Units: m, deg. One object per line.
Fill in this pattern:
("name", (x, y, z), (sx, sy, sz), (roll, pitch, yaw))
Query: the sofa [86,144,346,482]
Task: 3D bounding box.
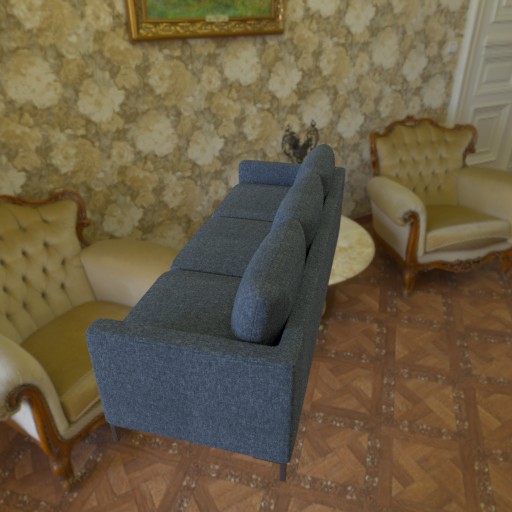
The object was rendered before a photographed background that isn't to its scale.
("sofa", (0.000, 0.000, 2.659), (0.859, 0.874, 2.218), (7, 31, 13))
